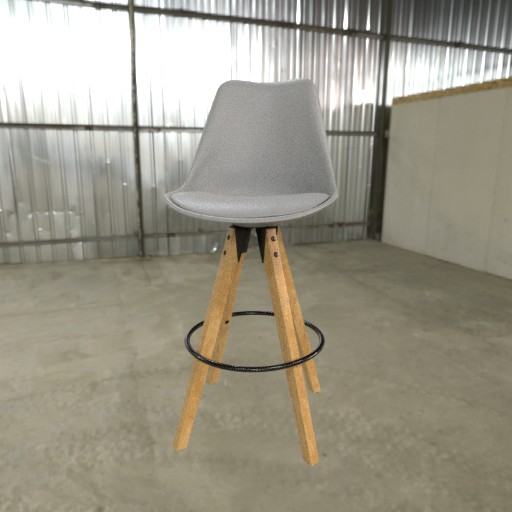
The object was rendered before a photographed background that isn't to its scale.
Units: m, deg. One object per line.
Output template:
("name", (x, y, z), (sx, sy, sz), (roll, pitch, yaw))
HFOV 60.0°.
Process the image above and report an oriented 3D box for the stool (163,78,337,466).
("stool", (0.000, 0.000, 1.396), (0.485, 1.115, 0.550), (2, 14, 9))
